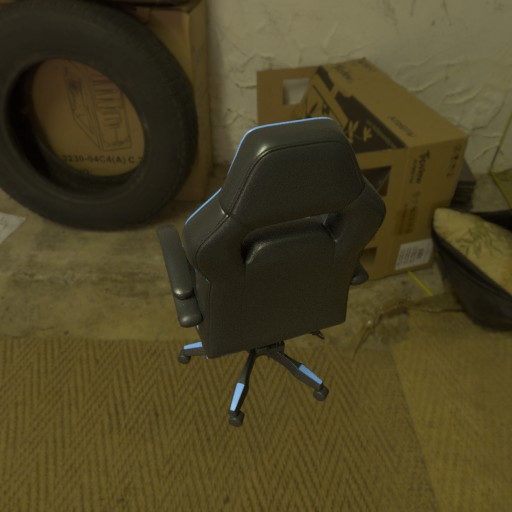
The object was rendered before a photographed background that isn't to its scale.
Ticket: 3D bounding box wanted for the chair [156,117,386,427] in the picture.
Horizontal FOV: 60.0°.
[{"bbox_3d":[0.000,0.000,1.654,0.700,1.280,0.700,-12,43,-14],"label":"chair"}]
